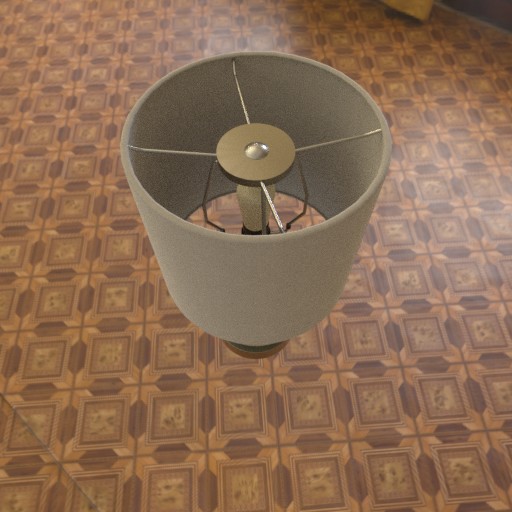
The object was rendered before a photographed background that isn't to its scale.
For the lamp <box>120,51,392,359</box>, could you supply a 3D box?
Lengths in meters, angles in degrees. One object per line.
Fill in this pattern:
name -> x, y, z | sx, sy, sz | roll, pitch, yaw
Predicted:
lamp -> 0.000, 0.000, 0.480 | 0.201, 0.353, 0.201 | -32, 63, -18
